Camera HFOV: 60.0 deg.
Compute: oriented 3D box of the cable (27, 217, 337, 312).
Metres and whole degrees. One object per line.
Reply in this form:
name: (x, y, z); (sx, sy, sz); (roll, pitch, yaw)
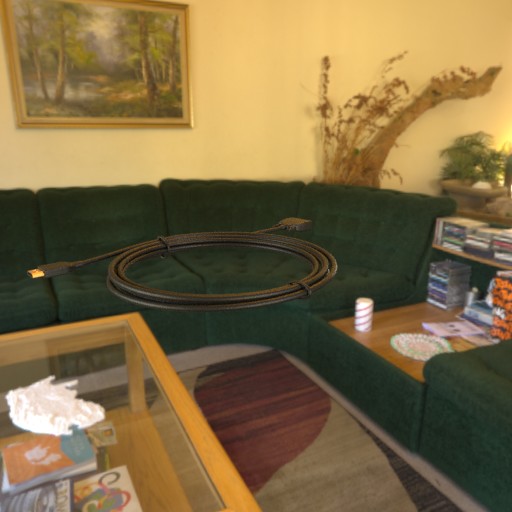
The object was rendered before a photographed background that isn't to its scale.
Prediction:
cable: (0.000, 0.000, 0.508); (0.422, 0.030, 0.257); (-15, 21, -42)
